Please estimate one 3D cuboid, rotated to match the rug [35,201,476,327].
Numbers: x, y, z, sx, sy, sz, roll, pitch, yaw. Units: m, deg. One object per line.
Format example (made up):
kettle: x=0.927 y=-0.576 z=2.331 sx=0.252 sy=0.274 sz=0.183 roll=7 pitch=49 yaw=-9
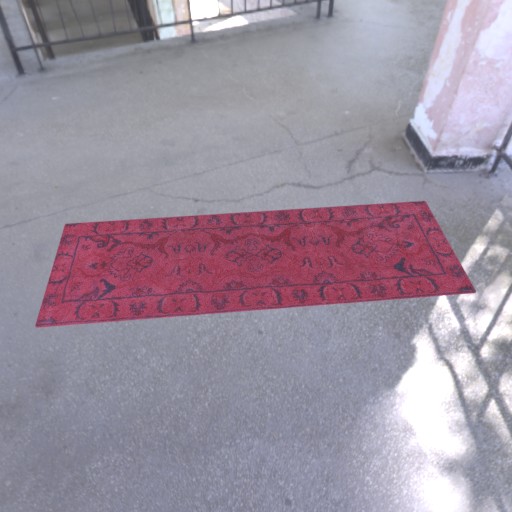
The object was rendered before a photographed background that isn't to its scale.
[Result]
rug: x=0.000 y=0.000 z=2.713 sx=2.439 sy=0.018 sz=0.813 roll=-4 pitch=47 yaw=-4
